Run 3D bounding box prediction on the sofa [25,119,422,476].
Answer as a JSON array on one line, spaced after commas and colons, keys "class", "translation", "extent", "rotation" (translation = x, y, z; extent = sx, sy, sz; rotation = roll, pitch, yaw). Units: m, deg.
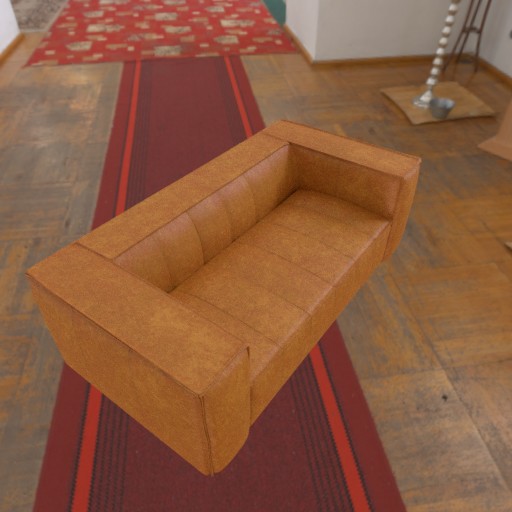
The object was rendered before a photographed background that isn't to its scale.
[{"class": "sofa", "translation": [0.000, 0.000, 2.541], "extent": [1.102, 0.703, 2.088], "rotation": [25, 47, 27]}]
